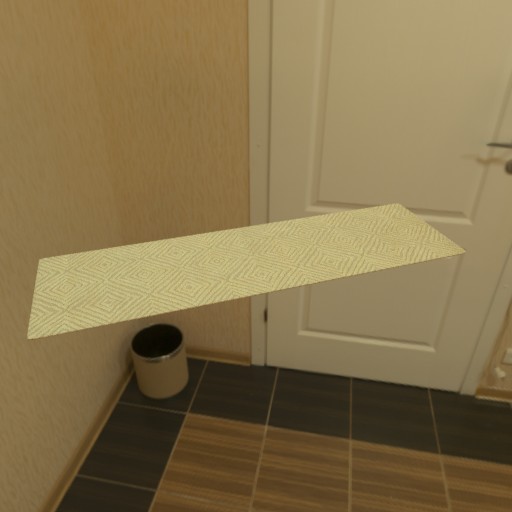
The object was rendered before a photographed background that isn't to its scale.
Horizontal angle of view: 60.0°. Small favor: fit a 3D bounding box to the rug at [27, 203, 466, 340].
[{"bbox_3d":[0.000,0.000,2.460,2.277,0.008,0.676,-10,33,-15],"label":"rug"}]
